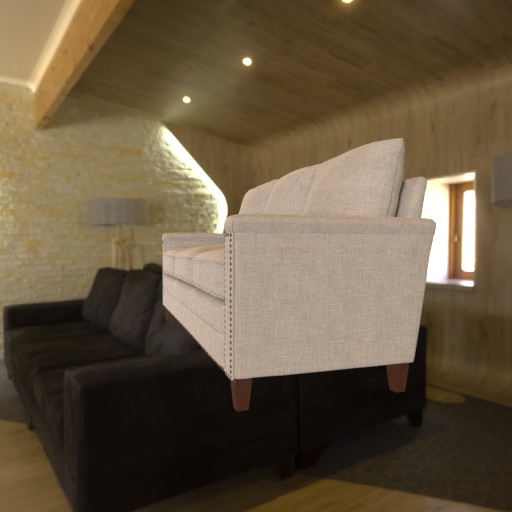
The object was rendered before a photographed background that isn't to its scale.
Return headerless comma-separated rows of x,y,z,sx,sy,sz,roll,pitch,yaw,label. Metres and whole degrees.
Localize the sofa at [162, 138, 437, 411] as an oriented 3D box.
0.000,0.000,2.398,0.828,0.959,1.925,0,1,-18,sofa
